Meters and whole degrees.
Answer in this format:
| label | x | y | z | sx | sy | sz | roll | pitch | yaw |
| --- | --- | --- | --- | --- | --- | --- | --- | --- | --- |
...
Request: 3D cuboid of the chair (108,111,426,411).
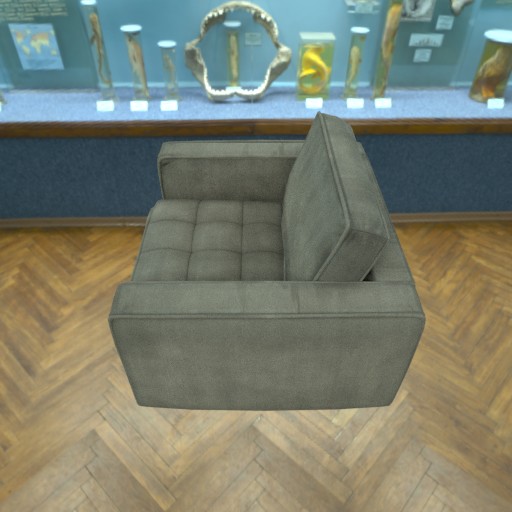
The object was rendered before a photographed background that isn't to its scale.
| label | x | y | z | sx | sy | sz | roll | pitch | yaw |
| --- | --- | --- | --- | --- | --- | --- | --- | --- | --- |
| chair | 0.000 | 0.000 | 1.526 | 0.843 | 0.773 | 0.928 | 0 | 42 | 0 |
